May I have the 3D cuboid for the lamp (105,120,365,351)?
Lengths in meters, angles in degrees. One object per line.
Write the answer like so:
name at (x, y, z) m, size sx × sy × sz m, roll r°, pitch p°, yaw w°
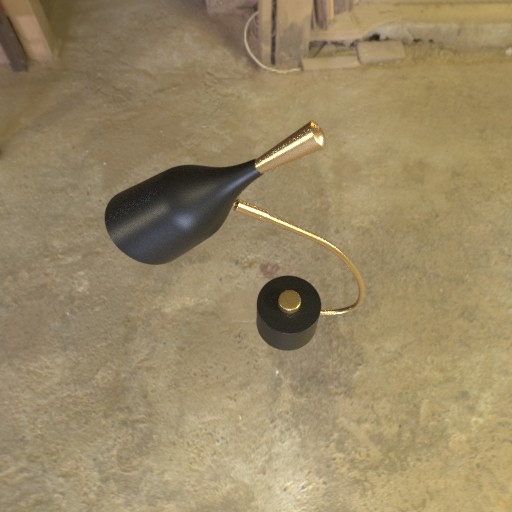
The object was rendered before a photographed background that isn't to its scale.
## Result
lamp at (0.000, 0.000, 0.609) m, size 0.352 × 0.464 × 0.110 m, roll -1°, pitch 59°, yaw 0°
